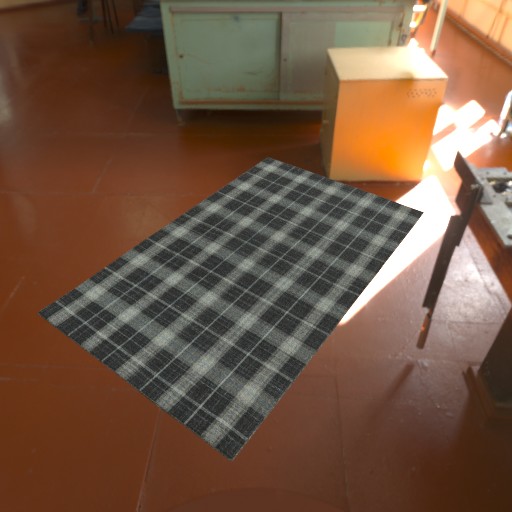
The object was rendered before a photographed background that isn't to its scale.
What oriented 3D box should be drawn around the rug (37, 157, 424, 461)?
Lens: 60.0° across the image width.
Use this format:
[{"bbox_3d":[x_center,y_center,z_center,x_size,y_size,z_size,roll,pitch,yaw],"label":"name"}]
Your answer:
[{"bbox_3d":[0.000,0.000,3.087,1.520,0.015,2.434,26,47,27],"label":"rug"}]
